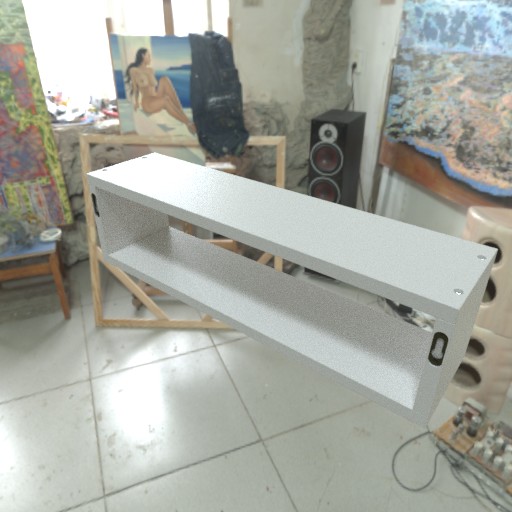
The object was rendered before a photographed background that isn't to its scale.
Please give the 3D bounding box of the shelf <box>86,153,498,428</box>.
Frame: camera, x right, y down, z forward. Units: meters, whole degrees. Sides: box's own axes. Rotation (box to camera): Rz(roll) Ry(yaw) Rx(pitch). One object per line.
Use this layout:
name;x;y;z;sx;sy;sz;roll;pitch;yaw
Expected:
shelf;0.000;0.000;0.678;0.610;0.170;0.150;22;37;32
